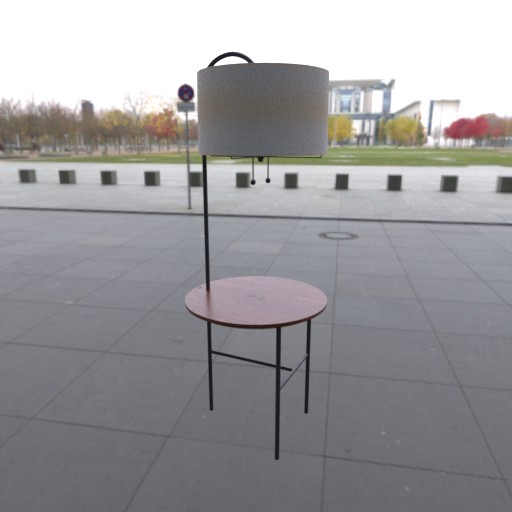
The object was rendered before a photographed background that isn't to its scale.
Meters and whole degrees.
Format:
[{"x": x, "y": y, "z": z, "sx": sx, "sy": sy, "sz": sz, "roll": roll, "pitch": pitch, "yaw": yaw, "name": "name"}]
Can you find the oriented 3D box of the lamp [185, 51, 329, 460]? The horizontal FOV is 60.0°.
[{"x": 0.000, "y": 0.000, "z": 1.763, "sx": 0.573, "sy": 1.517, "sz": 0.573, "roll": 0, "pitch": 14, "yaw": 0, "name": "lamp"}]
